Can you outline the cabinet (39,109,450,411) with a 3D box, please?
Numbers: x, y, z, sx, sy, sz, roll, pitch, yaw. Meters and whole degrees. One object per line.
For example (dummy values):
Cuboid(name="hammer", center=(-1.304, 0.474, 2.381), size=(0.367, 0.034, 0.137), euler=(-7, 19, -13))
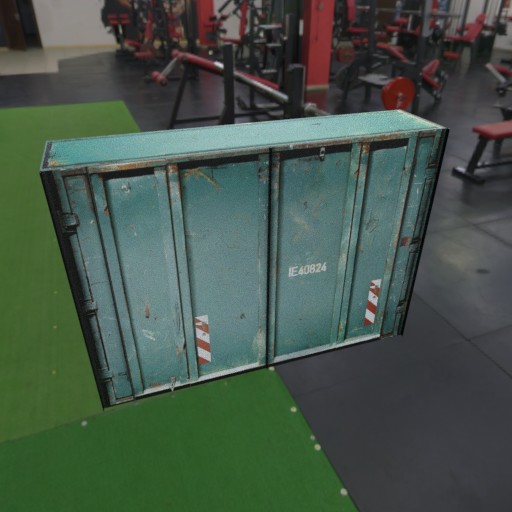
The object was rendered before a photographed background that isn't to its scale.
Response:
Cuboid(name="cabinet", center=(0.000, 0.000, 3.930), size=(3.001, 2.160, 0.680), euler=(-10, 33, -16))
